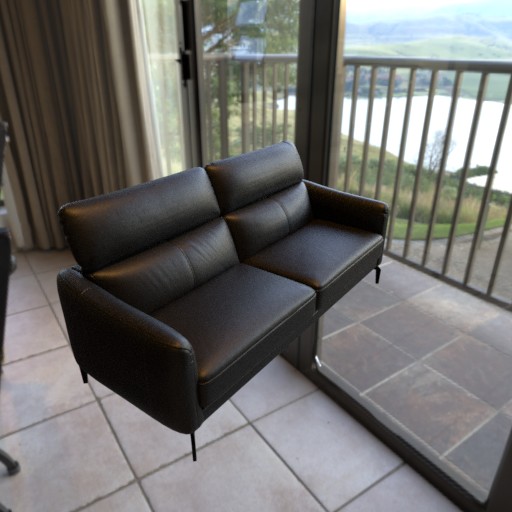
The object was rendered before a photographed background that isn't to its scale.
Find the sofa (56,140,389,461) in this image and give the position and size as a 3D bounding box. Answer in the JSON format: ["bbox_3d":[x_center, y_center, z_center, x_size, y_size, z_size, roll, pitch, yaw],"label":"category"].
[{"bbox_3d":[0.000,0.000,2.575,0.856,0.957,2.069,18,31,33],"label":"sofa"}]
